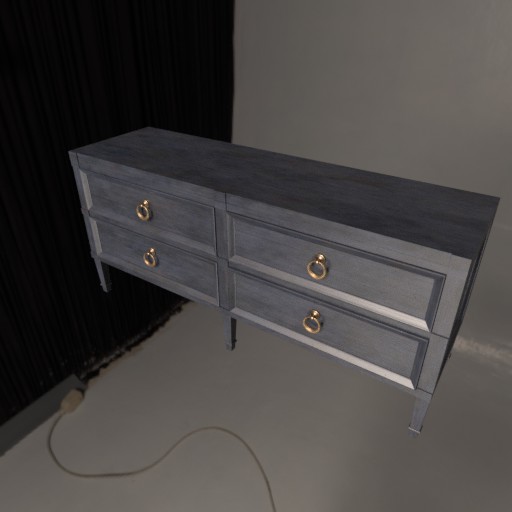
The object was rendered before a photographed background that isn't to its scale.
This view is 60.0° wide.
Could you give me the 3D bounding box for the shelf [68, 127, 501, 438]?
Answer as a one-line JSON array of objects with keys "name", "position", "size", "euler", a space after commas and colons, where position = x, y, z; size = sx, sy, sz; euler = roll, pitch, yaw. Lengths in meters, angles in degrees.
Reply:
[{"name": "shelf", "position": [0.000, 0.000, 1.815], "size": [1.575, 0.719, 0.479], "euler": [19, 36, 28]}]
